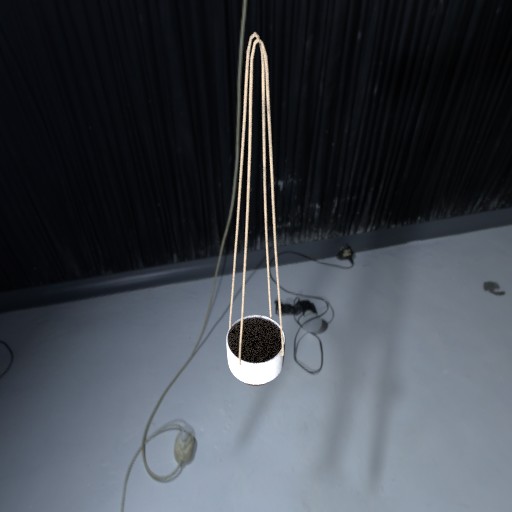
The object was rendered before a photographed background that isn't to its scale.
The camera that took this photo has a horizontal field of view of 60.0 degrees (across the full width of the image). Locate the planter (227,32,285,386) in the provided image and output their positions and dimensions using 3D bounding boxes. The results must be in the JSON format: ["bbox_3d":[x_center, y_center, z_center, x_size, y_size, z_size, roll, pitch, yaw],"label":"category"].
[{"bbox_3d":[0.000,0.000,0.887,0.146,0.841,0.146,-10,46,-10],"label":"planter"}]
